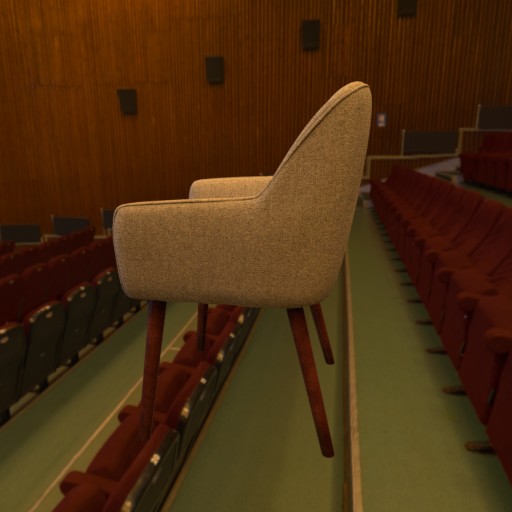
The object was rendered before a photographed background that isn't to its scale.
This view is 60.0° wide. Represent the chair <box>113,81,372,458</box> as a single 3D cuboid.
[{"bbox_3d":[0.000,0.000,1.146,0.519,0.803,0.543,3,15,9],"label":"chair"}]
